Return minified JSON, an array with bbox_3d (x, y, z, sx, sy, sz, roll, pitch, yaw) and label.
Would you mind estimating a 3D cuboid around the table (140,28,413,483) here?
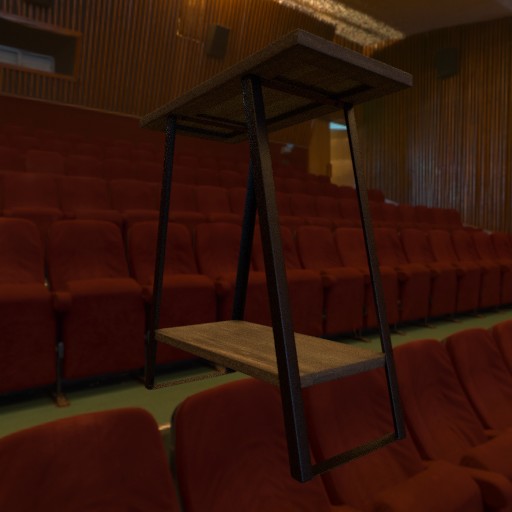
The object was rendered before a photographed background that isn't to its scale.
[{"bbox_3d":[0.000,0.000,1.004,0.300,0.701,0.599,-1,1,-37],"label":"table"}]
